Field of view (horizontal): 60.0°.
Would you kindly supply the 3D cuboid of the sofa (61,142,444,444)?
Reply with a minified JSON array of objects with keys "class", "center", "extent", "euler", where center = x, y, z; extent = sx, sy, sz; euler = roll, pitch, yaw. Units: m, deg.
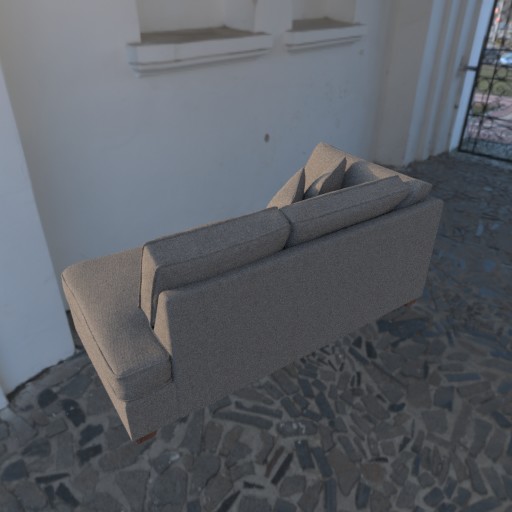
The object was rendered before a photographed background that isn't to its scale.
[{"class":"sofa","center":[0.000,0.000,2.866],"extent":[2.237,1.033,1.110],"euler":[-19,35,-29]}]
